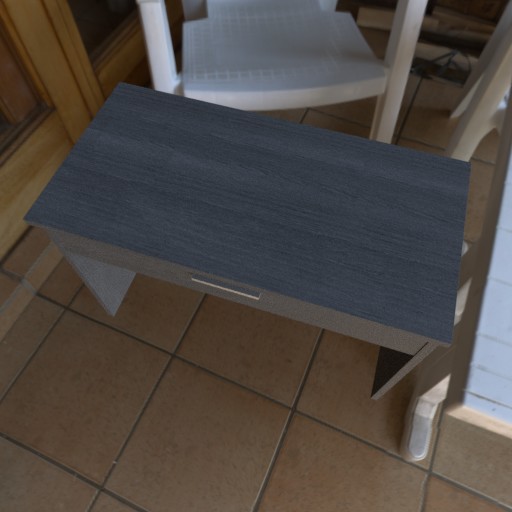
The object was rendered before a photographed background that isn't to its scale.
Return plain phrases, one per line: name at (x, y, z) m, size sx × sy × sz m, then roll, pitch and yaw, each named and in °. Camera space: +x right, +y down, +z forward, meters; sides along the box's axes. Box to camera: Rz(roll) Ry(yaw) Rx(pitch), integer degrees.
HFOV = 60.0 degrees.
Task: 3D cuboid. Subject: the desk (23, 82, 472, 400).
desk at (0.000, 0.000, 1.520) m, size 1.099 × 0.729 × 0.557 m, roll 16°, pitch 62°, yaw 9°
